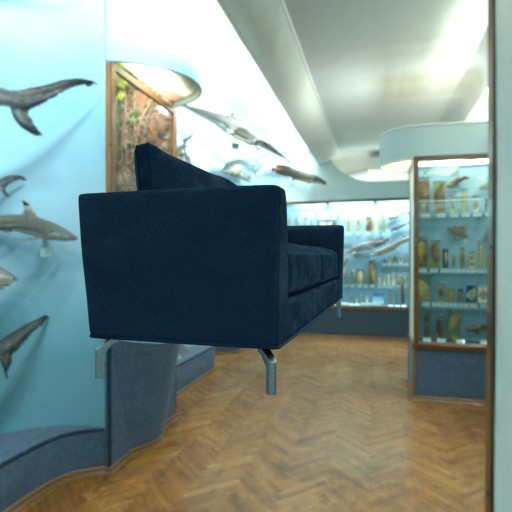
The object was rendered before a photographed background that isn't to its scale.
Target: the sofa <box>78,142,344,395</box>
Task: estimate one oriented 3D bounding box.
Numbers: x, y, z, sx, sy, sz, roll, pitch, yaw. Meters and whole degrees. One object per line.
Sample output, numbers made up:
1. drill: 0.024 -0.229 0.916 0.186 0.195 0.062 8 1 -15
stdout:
1. sofa: 0.000 0.000 2.722 0.853 0.998 2.212 0 0 17
